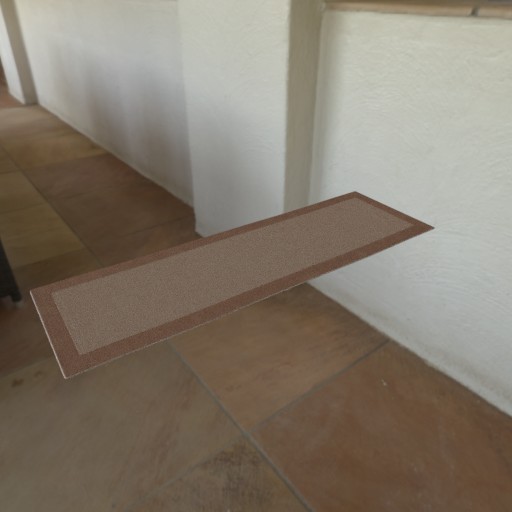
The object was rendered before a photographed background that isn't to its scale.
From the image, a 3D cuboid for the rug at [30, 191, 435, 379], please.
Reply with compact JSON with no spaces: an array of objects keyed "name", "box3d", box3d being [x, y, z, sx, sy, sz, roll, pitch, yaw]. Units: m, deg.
[{"name":"rug","box3d":[0.000,0.000,2.697,2.430,0.012,0.767,-19,36,-28]}]
